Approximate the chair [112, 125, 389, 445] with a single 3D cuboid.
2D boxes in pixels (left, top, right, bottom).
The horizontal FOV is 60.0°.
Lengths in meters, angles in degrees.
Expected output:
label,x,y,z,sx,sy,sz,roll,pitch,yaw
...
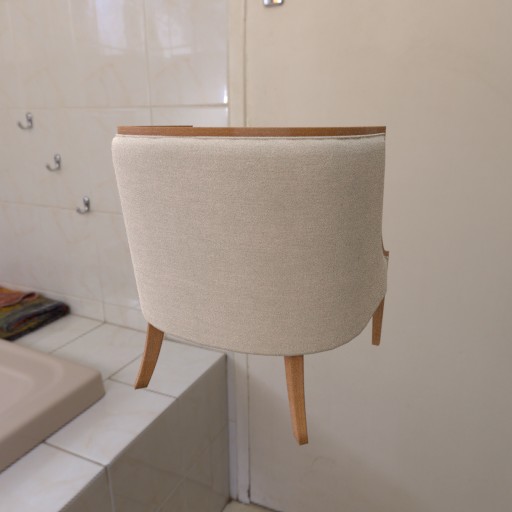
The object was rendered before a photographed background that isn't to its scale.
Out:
label,x,y,z,sx,sy,sz,roll,pitch,yaw
chair,0.000,0.000,1.377,0.711,0.775,0.757,8,19,26
